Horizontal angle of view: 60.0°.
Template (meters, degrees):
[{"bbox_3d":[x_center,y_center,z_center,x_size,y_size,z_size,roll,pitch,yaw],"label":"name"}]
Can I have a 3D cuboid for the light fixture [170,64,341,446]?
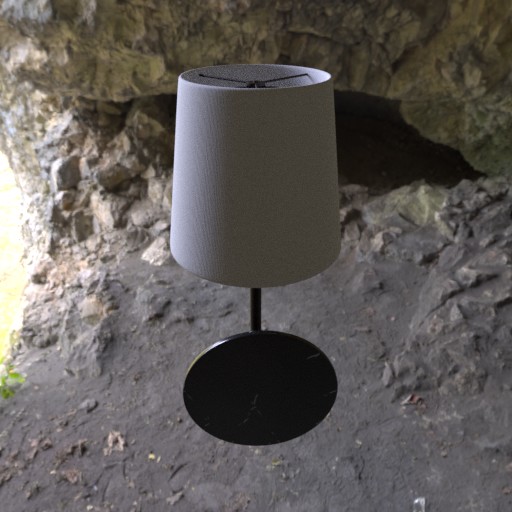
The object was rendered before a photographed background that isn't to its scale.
[{"bbox_3d":[0.000,0.000,0.443,0.168,0.337,0.188,-1,30,-2],"label":"light fixture"}]
